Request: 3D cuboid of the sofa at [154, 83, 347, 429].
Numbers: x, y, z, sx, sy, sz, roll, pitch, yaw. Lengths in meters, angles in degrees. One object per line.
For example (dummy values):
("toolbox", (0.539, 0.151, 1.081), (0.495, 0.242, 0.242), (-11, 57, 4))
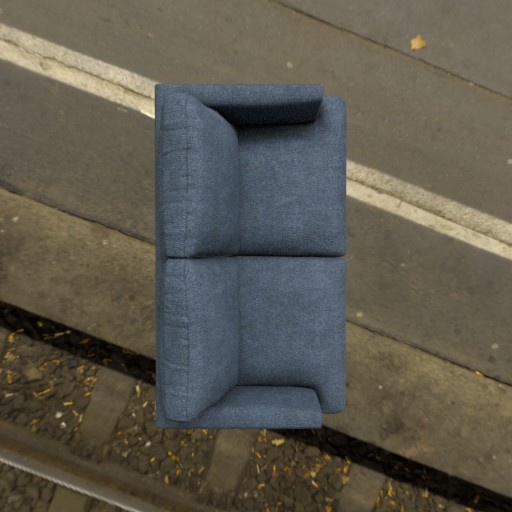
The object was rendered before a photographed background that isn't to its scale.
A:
("sofa", (0.000, 0.000, 2.193), (0.903, 0.944, 1.582), (0, 91, 0))
